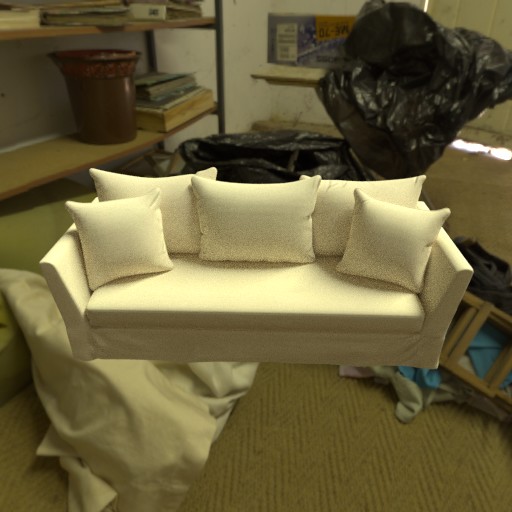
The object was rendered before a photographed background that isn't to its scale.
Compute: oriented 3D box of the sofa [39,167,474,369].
[{"bbox_3d":[0.000,0.000,3.052,2.484,1.042,1.030,1,31,2],"label":"sofa"}]
